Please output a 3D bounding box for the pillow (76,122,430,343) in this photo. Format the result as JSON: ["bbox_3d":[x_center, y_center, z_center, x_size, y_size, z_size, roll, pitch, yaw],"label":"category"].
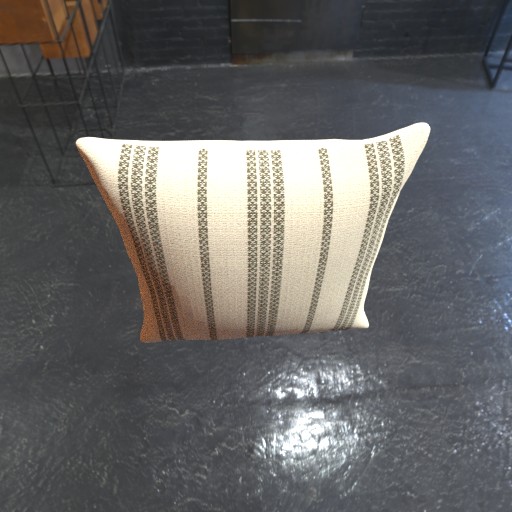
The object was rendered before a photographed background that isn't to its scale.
[{"bbox_3d":[0.000,0.000,0.643,0.405,0.406,0.173,-3,47,-3],"label":"pillow"}]
